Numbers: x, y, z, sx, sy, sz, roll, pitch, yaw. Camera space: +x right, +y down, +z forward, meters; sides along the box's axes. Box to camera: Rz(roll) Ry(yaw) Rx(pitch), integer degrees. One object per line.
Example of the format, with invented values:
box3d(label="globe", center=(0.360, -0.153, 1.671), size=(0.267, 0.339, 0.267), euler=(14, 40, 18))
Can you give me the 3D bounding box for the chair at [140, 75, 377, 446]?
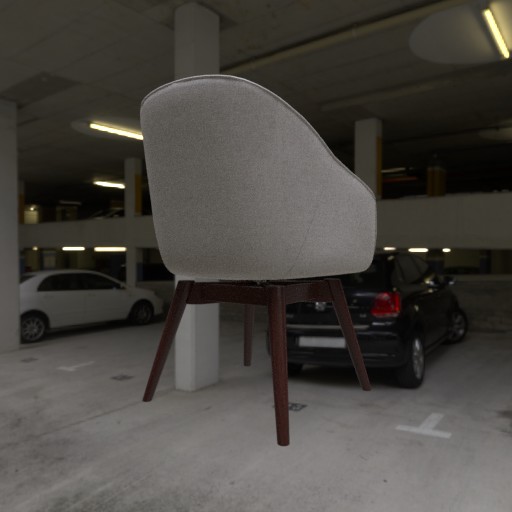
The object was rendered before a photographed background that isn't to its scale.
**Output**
box3d(label="chair", center=(0.000, 0.000, 1.281), size=(0.596, 0.823, 0.635), euler=(1, 2, 37))
